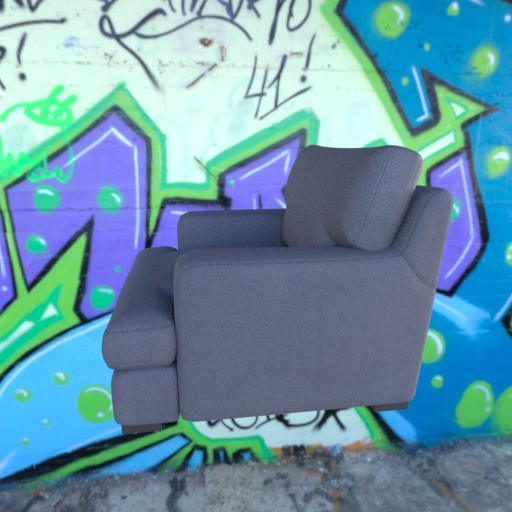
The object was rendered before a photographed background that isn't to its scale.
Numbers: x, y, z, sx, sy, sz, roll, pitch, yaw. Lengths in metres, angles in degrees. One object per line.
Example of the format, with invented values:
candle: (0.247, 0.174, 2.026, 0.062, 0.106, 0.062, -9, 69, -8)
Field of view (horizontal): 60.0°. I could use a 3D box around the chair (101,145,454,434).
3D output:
chair: (0.000, 0.000, 1.932, 1.143, 0.940, 1.168, -2, 14, -9)
